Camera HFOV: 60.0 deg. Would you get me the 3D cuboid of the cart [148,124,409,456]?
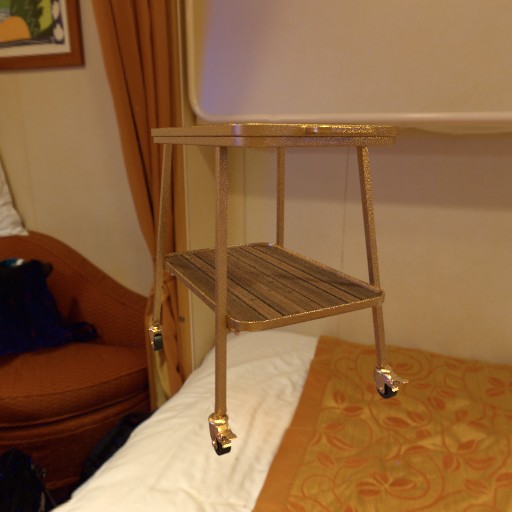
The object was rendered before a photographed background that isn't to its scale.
[{"bbox_3d":[0.000,0.000,1.260,0.524,0.700,0.806,-8,17,-26],"label":"cart"}]
